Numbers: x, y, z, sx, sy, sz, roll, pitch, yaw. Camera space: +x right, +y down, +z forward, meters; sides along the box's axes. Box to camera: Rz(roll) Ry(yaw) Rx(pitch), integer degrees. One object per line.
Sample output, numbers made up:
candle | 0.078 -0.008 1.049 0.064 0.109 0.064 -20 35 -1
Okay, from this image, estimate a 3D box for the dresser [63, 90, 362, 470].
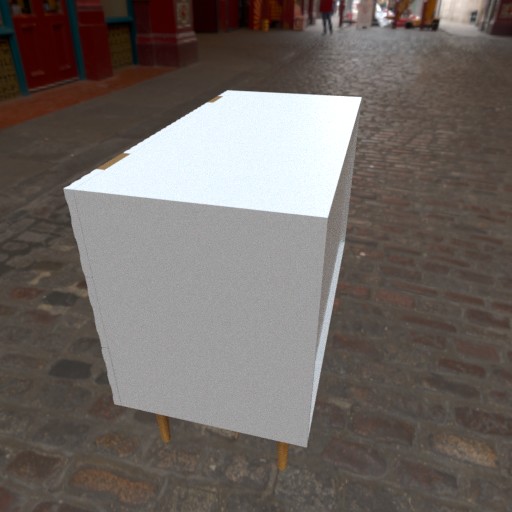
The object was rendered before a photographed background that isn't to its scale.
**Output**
dresser | 0.000 0.000 1.265 0.457 0.721 0.905 8 32 13
